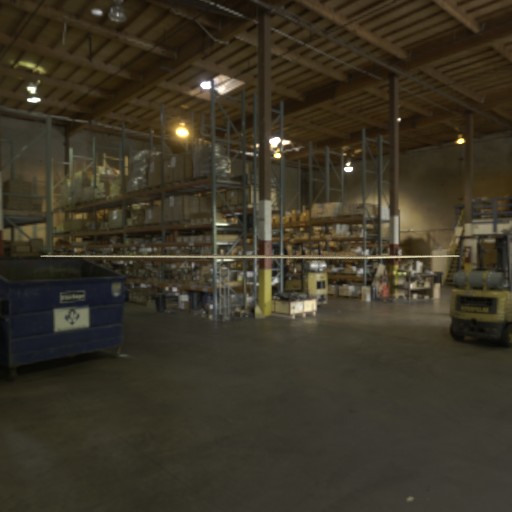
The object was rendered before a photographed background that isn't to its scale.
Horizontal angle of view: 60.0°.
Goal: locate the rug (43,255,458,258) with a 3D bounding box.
[{"bbox_3d":[0.000,0.000,4.008,2.977,0.008,2.380,0,0,35],"label":"rug"}]
